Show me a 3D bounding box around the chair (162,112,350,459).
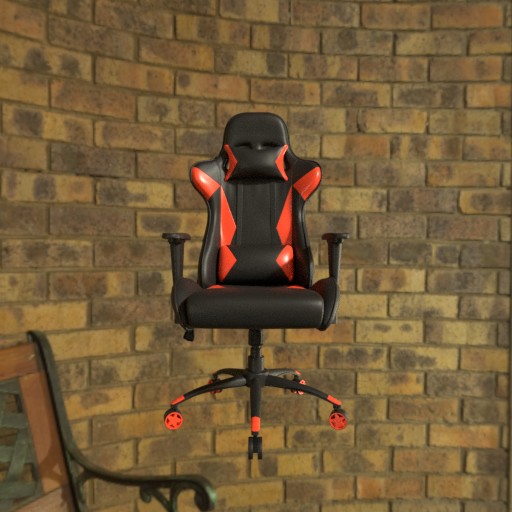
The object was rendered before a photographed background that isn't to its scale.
[{"bbox_3d":[0.000,0.000,1.725,0.695,1.282,0.730,0,1,0],"label":"chair"}]
